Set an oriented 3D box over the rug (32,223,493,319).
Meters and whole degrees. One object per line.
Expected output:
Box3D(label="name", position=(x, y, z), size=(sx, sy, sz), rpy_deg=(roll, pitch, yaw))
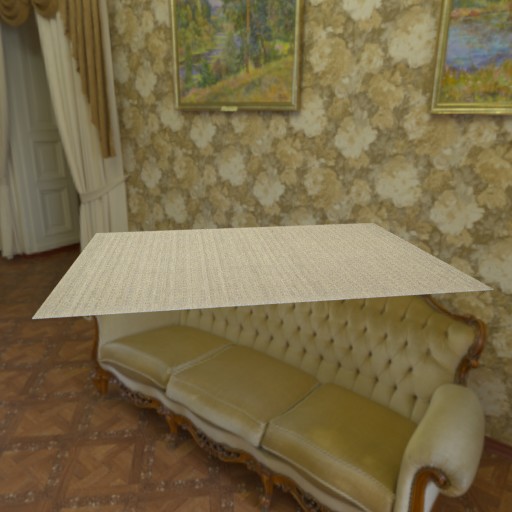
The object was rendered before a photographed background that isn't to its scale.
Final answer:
Box3D(label="rug", position=(0.000, 0.000, 3.675), size=(2.895, 0.006, 1.981), rpy_deg=(-3, 17, -9))
